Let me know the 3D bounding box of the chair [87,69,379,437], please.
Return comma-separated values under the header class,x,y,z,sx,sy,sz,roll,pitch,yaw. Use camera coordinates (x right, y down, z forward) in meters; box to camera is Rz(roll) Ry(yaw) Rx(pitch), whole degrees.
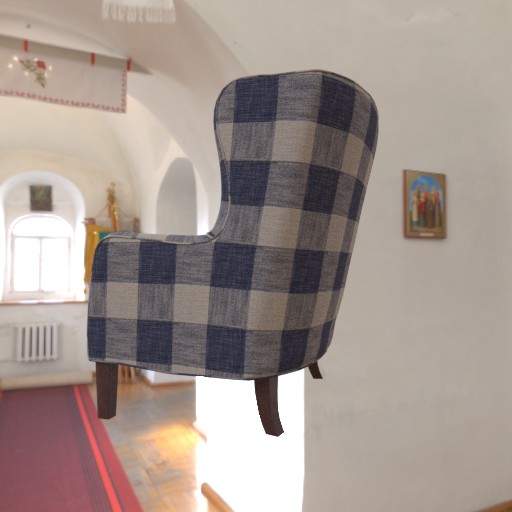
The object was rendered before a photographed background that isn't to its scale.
class,x,y,z,sx,sy,sz,roll,pitch,yaw
chair,0.000,0.000,1.661,0.889,1.041,0.830,0,-1,18
